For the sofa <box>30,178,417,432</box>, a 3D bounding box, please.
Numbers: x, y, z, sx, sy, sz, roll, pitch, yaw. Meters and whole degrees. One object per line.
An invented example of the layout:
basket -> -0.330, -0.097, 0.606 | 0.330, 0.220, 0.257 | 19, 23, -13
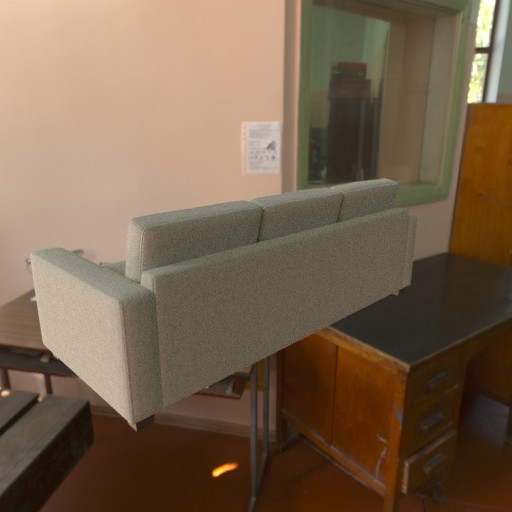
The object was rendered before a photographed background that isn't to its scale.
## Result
sofa -> 0.000, 0.000, 2.557 | 2.160, 0.800, 0.900 | -16, 23, -42
